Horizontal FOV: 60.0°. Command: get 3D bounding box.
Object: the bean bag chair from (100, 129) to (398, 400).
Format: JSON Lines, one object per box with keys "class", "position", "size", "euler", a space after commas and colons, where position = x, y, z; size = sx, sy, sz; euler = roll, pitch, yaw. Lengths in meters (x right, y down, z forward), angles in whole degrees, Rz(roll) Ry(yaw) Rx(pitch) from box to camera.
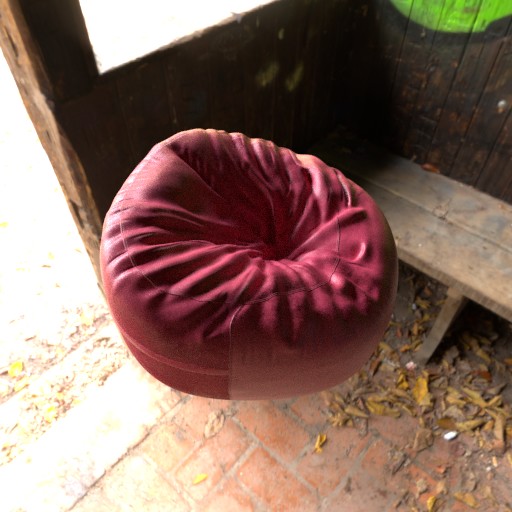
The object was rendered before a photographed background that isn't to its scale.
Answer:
{"class": "bean bag chair", "position": [0.000, 0.000, 2.418], "size": [1.524, 0.878, 1.524], "euler": [10, 49, 9]}
